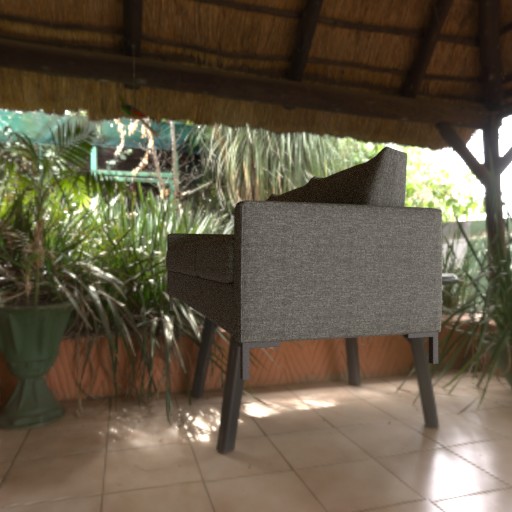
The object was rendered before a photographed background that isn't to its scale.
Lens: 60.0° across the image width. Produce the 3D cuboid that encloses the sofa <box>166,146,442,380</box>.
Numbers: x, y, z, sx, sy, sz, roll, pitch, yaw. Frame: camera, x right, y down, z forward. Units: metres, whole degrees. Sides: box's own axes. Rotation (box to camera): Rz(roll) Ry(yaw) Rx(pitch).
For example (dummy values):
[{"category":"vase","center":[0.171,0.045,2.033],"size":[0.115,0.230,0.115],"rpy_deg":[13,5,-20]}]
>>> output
[{"category":"sofa","center":[0.000,0.000,2.699],"size":[0.876,0.879,2.253],"rpy_deg":[0,0,-18]}]
